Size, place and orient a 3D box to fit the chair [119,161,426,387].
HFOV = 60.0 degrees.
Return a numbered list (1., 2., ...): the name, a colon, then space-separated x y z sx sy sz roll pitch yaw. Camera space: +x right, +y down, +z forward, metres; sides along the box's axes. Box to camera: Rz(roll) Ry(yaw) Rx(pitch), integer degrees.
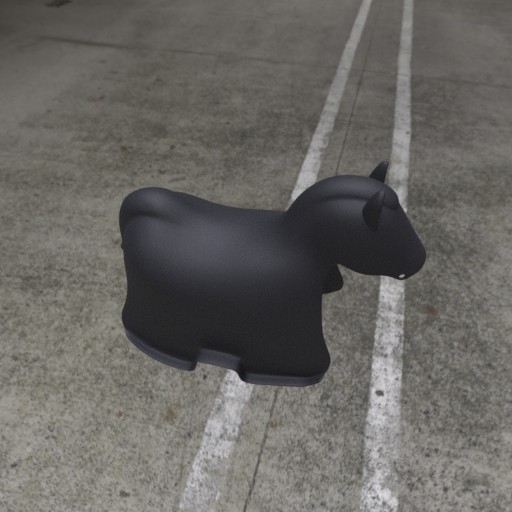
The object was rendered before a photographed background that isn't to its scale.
1. chair: 0.000 0.000 1.158 0.800 0.612 0.429 11 48 10
